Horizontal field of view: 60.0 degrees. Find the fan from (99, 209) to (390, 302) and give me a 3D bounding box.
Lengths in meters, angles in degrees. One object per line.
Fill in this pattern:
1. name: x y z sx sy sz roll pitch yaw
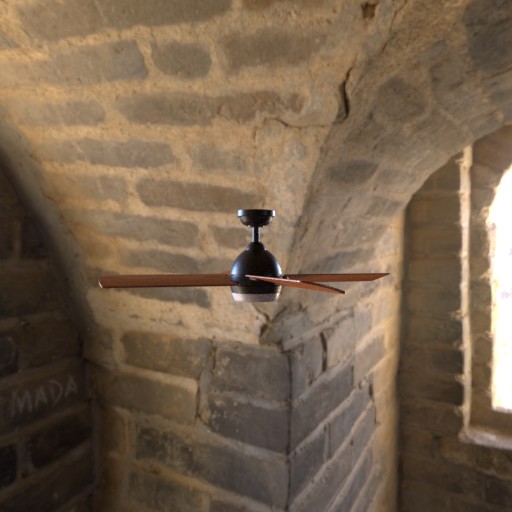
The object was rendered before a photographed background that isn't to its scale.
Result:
1. fan: 0.000 0.000 1.994 1.332 0.403 1.332 0 0 -19
